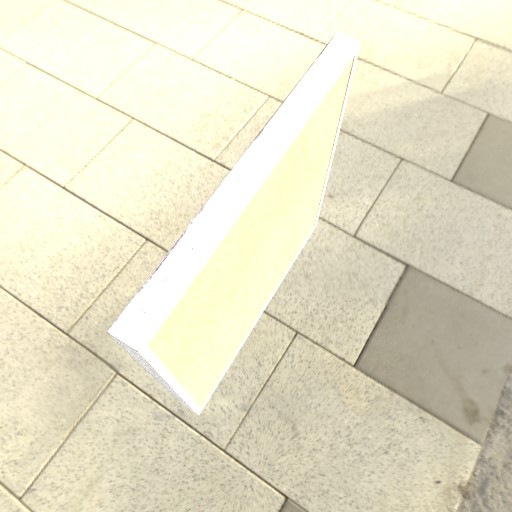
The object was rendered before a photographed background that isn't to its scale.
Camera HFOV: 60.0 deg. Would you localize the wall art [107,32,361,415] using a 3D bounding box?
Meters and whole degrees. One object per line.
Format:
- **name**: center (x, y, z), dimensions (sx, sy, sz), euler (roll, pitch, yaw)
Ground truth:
- **wall art**: center (0.000, 0.000, 0.754), dimensions (0.038, 0.508, 0.508), euler (28, 67, 13)
